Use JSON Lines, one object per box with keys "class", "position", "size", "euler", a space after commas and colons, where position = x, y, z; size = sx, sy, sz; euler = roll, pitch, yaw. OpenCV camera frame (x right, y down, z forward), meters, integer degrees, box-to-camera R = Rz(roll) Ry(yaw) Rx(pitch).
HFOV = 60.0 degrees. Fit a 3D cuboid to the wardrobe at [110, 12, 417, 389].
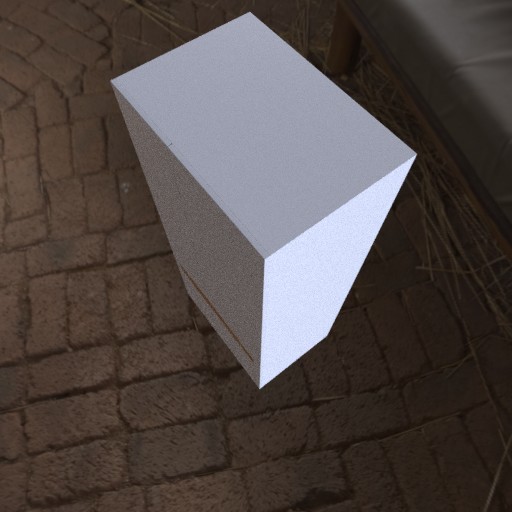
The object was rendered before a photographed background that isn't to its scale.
{"class": "wardrobe", "position": [0.000, 0.000, 2.358], "size": [0.600, 2.040, 0.860], "euler": [-34, 68, -16]}
